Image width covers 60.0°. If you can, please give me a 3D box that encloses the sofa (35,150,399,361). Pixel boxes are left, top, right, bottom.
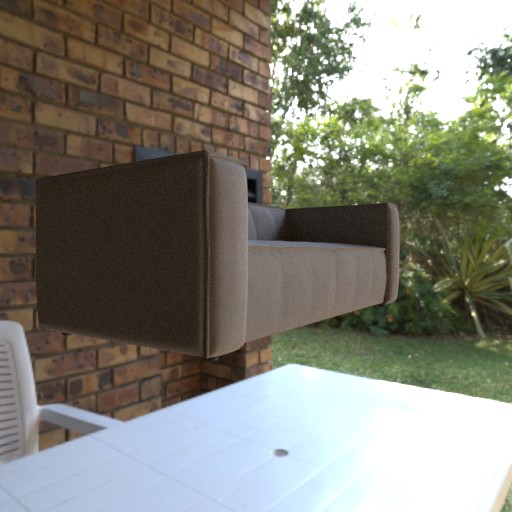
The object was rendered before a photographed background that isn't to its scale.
[{"bbox_3d":[0.000,0.000,2.433,1.038,0.680,1.995,0,1,34],"label":"sofa"}]
